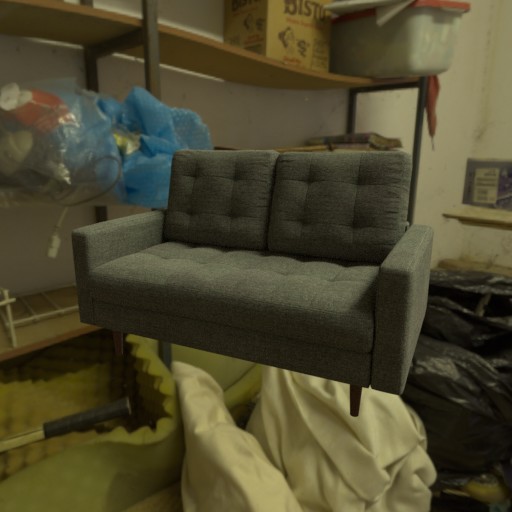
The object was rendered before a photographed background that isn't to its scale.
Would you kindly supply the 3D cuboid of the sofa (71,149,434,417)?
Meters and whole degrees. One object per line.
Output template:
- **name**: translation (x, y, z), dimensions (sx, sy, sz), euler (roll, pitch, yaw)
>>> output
- **sofa**: translation (0.000, 0.000, 1.969), dimensions (1.407, 0.907, 0.842), euler (7, 16, 25)
